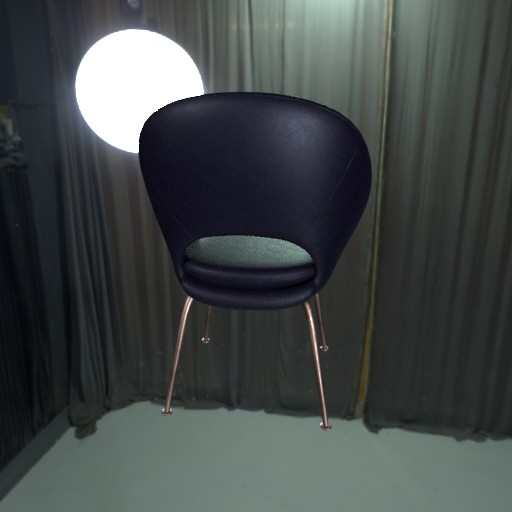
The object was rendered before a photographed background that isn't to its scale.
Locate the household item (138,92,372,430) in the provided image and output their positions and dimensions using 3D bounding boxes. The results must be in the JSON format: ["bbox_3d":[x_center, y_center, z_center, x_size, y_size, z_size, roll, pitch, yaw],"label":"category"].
[{"bbox_3d":[0.000,0.000,1.280,0.623,0.852,0.573,2,16,8],"label":"household item"}]
